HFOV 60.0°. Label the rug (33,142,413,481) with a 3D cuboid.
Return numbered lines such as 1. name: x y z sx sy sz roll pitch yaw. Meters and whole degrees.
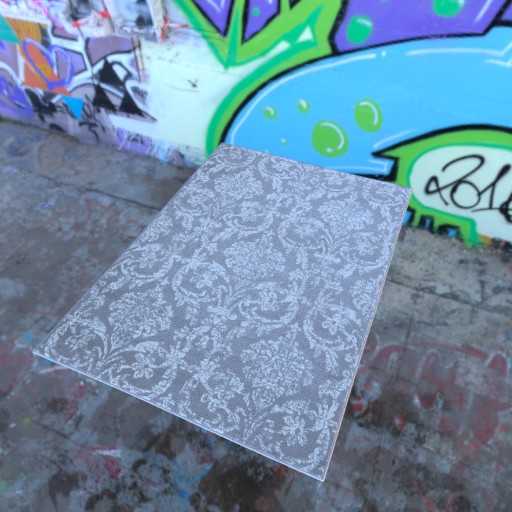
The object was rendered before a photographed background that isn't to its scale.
1. rug: 0.000 0.000 2.792 1.578 0.014 2.206 17 48 16
